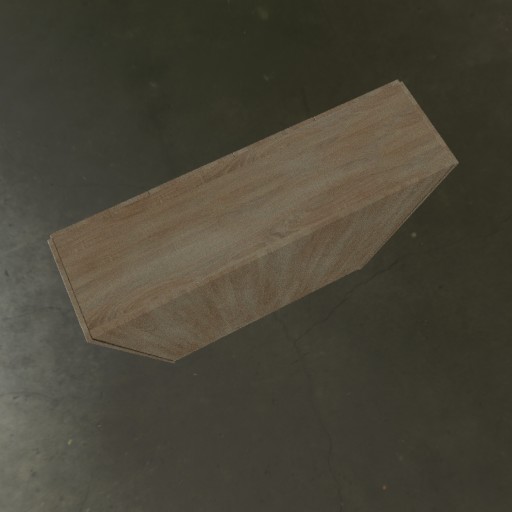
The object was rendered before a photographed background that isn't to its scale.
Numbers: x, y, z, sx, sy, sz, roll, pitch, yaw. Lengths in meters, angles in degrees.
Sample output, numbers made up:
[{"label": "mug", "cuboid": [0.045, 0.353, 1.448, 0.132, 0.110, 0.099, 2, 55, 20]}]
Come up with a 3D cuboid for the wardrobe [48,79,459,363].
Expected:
[{"label": "wardrobe", "cuboid": [0.000, 0.000, 3.230, 1.998, 2.159, 0.598, -26, 76, -7]}]
